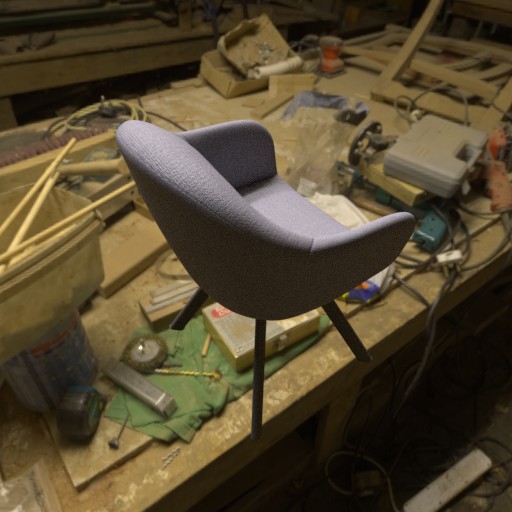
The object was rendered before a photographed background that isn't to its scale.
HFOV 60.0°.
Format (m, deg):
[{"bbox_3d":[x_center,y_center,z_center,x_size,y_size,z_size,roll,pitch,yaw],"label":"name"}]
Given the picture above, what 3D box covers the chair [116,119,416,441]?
[{"bbox_3d":[0.000,0.000,1.152,0.550,0.795,0.590,-26,47,-26],"label":"chair"}]
